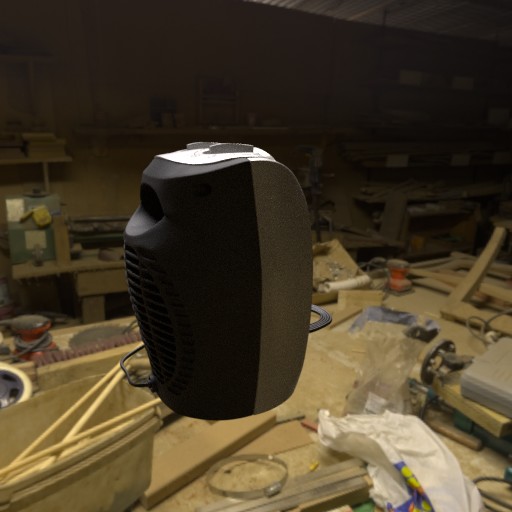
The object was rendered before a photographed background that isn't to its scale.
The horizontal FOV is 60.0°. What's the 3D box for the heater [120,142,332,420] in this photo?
[{"bbox_3d":[0.000,0.000,0.482,0.291,0.240,0.239,-7,17,-25],"label":"heater"}]
